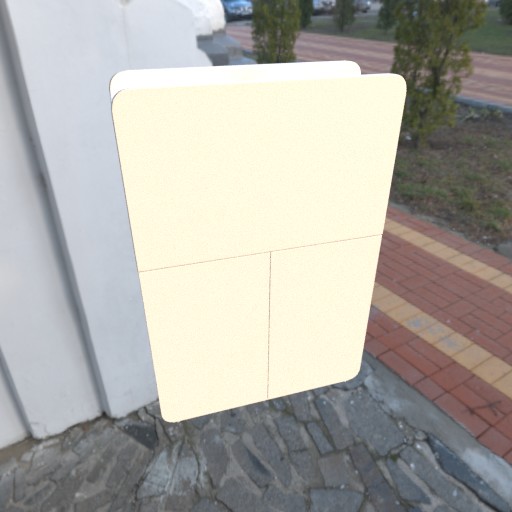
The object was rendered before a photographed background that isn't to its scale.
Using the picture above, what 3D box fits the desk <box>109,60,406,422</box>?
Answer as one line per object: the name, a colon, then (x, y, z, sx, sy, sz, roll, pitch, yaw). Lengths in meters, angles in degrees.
desk: (0.000, 0.000, 1.535, 0.795, 1.190, 0.278, -9, 32, -14)
